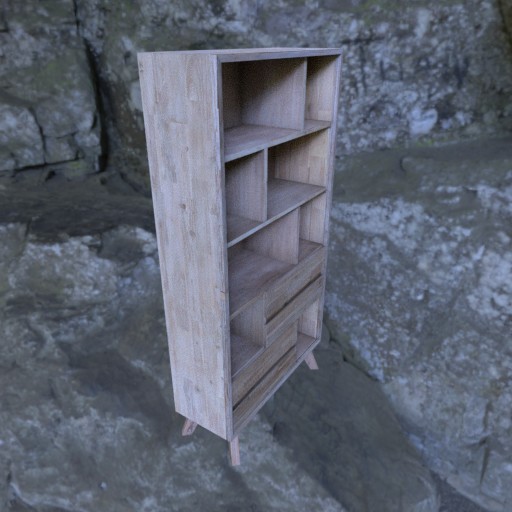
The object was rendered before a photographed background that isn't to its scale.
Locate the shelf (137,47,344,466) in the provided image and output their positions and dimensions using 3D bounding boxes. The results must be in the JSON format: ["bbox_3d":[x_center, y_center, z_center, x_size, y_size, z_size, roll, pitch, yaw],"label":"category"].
[{"bbox_3d":[0.000,0.000,1.745,0.308,1.471,0.748,17,31,30],"label":"shelf"}]
